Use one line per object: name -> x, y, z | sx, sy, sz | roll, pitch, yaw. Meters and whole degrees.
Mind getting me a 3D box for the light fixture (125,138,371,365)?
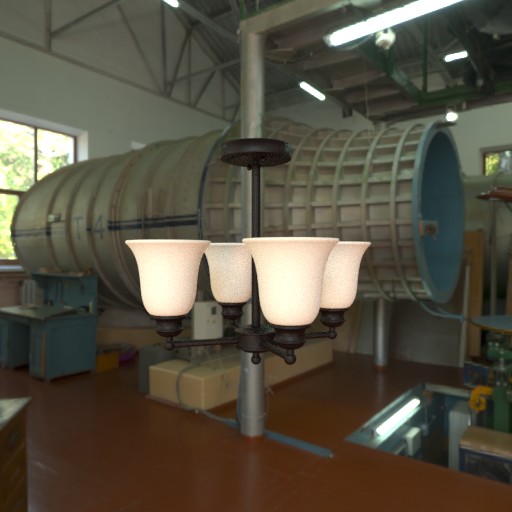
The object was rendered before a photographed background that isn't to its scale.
light fixture -> 0.000, 0.000, 1.887 | 1.069, 0.925, 1.069 | 0, 0, -19
